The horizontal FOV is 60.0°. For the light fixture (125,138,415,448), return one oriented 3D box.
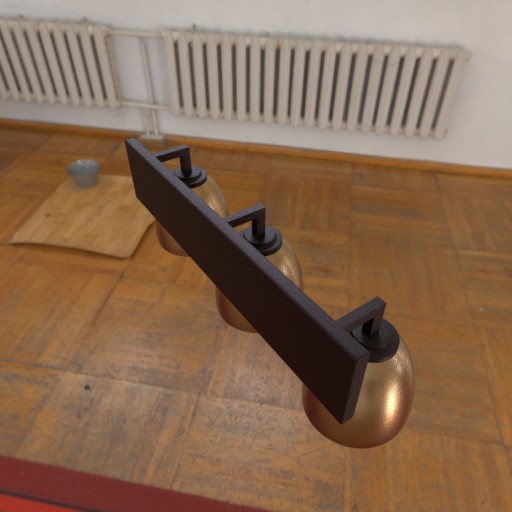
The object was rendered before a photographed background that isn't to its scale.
[{"bbox_3d":[0.000,0.000,0.667,0.157,0.204,0.582,-24,46,-26],"label":"light fixture"}]
